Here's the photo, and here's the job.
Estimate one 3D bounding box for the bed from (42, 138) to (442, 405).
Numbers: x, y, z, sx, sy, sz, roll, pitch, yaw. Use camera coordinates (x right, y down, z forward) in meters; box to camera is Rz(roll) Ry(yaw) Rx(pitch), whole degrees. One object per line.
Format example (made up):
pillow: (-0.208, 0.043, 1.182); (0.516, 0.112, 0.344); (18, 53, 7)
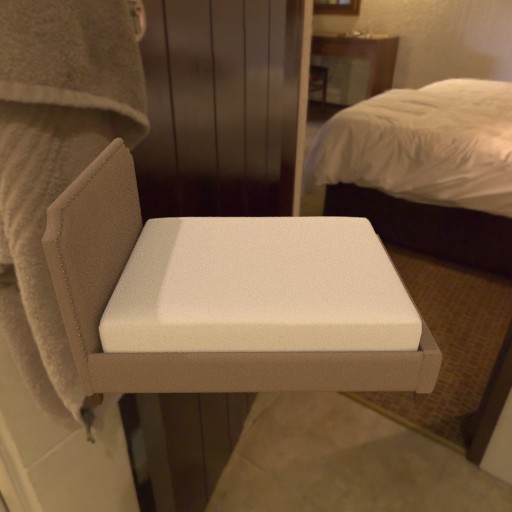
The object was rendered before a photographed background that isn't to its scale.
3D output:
bed: (0.000, 0.000, 3.401); (2.372, 1.443, 1.713); (0, 30, 0)
